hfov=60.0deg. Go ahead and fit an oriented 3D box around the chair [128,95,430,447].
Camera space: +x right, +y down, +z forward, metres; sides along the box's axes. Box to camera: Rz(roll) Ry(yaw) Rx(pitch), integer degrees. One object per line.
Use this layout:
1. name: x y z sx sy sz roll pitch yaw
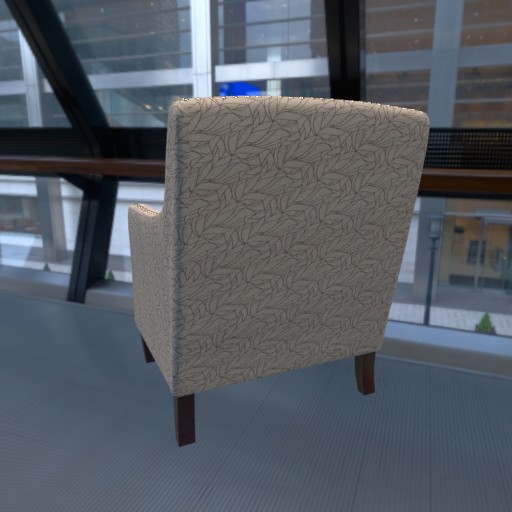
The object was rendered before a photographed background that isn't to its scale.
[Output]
1. chair: 0.000 0.000 1.293 0.623 0.816 0.651 -6 14 -24
